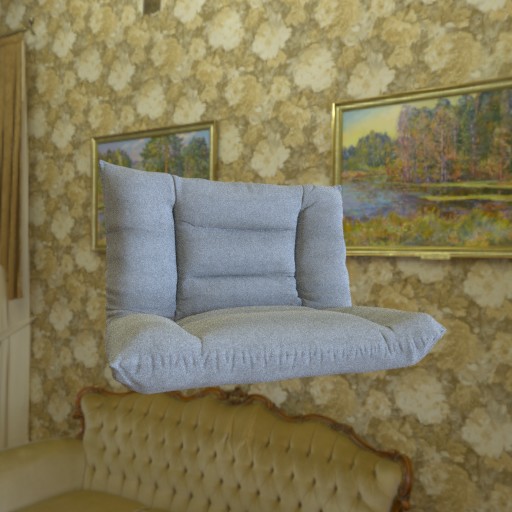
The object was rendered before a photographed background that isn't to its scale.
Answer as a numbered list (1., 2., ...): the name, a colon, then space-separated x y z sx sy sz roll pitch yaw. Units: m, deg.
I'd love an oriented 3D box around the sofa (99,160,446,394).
1. sofa: 0.000 0.000 1.707 1.144 0.795 0.847 0 0 -19
